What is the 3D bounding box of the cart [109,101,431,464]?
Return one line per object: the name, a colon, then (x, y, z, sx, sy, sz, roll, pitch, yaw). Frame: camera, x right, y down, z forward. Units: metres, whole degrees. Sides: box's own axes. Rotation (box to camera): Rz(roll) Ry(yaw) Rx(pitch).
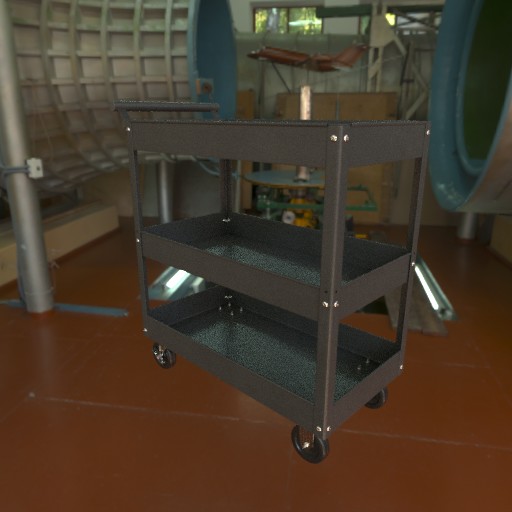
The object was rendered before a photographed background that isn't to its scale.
cart: (0.000, 0.000, 1.170, 0.719, 0.780, 0.366, 16, 24, 41)
